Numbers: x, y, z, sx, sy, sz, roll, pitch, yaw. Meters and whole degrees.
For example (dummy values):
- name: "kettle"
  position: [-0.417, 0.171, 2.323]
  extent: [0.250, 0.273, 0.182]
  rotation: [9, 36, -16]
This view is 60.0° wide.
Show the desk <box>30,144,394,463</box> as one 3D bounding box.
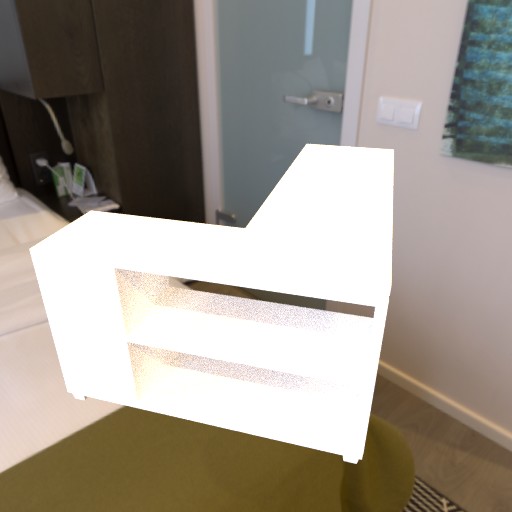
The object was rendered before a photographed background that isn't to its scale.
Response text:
- name: "desk"
  position: [0.000, 0.000, 2.191]
  extent: [1.199, 0.759, 1.524]
  rotation: [7, 29, 14]
